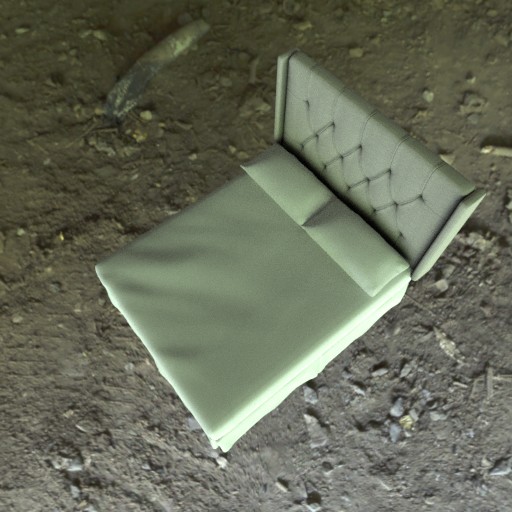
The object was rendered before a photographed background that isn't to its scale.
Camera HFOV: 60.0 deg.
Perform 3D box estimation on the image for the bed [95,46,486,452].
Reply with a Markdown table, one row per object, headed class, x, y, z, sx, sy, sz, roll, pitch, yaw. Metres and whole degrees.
| class | x | y | z | sx | sy | sz | roll | pitch | yaw |
| --- | --- | --- | --- | --- | --- | --- | --- | --- | --- |
| bed | 0.000 | 0.000 | 3.296 | 2.066 | 1.665 | 1.719 | -35 | 66 | -18 |
